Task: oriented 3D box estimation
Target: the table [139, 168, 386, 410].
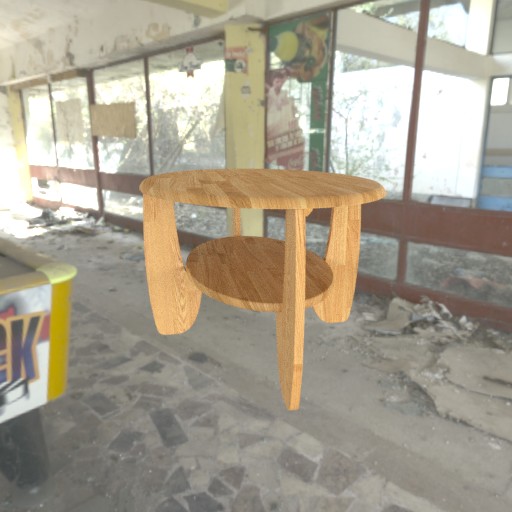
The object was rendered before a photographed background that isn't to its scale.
[{"bbox_3d":[0.000,0.000,1.411,0.690,0.490,1.040,-3,15,-10],"label":"table"}]
